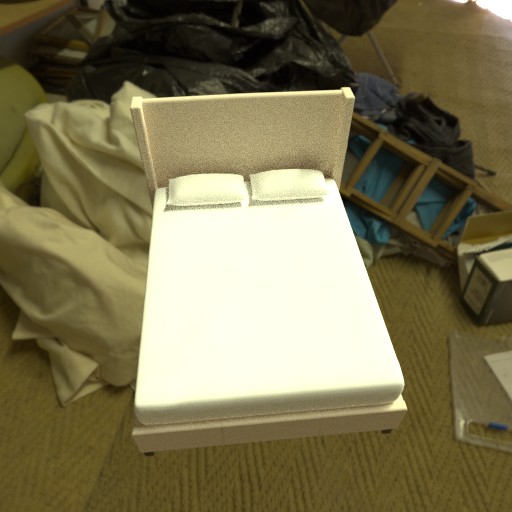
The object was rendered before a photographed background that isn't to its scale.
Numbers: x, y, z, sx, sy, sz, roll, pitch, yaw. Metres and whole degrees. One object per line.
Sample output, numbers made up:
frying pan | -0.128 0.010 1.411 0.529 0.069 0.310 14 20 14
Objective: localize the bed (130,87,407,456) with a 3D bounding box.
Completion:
bed | 0.000 0.000 3.353 1.778 1.471 2.293 -4 47 -4
